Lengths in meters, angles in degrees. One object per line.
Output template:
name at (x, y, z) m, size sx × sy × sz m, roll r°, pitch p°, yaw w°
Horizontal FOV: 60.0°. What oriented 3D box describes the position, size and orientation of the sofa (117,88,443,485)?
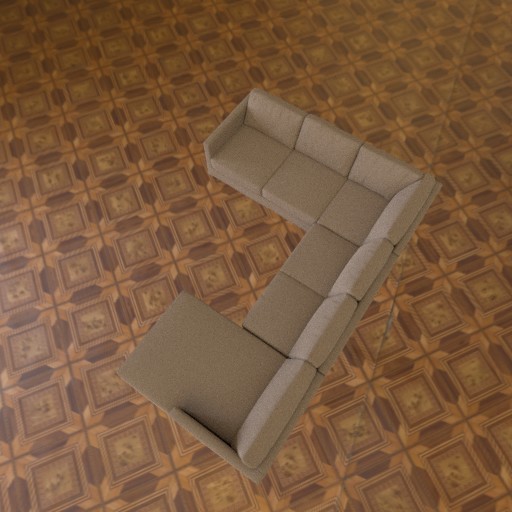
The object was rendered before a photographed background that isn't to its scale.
sofa at (0.000, 0.000, 4.559) m, size 2.424 × 0.865 × 3.438 m, roll 32°, pitch 69°, yaw 14°
